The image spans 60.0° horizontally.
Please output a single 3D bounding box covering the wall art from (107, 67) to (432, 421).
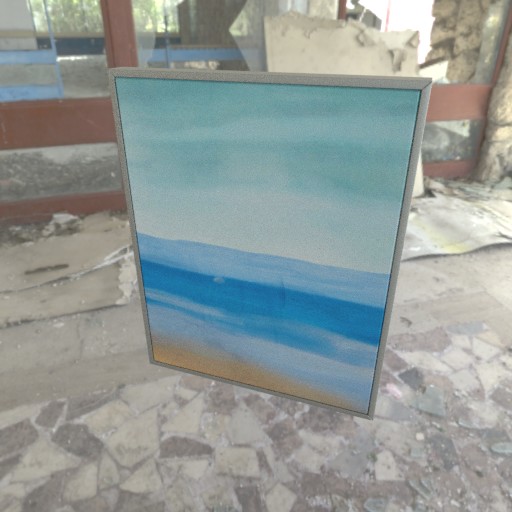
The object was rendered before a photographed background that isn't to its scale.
[{"bbox_3d":[0.000,0.000,0.722,0.445,0.553,0.039,9,29,17],"label":"wall art"}]
